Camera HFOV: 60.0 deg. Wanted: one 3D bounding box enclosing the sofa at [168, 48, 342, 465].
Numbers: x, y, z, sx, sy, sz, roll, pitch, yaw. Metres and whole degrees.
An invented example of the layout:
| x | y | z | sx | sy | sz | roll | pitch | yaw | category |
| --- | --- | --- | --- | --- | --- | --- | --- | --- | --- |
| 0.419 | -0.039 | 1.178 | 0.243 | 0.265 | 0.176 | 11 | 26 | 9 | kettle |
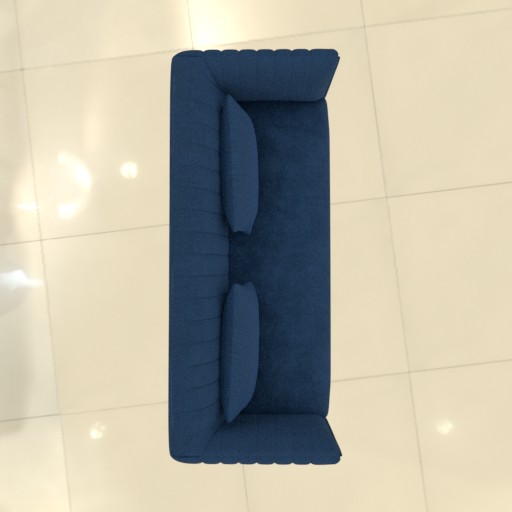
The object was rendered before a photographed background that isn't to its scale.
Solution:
| x | y | z | sx | sy | sz | roll | pitch | yaw | category |
| --- | --- | --- | --- | --- | --- | --- | --- | --- | --- |
| 0.000 | 0.000 | 2.562 | 0.896 | 0.793 | 2.136 | 0 | 88 | 0 | sofa |
